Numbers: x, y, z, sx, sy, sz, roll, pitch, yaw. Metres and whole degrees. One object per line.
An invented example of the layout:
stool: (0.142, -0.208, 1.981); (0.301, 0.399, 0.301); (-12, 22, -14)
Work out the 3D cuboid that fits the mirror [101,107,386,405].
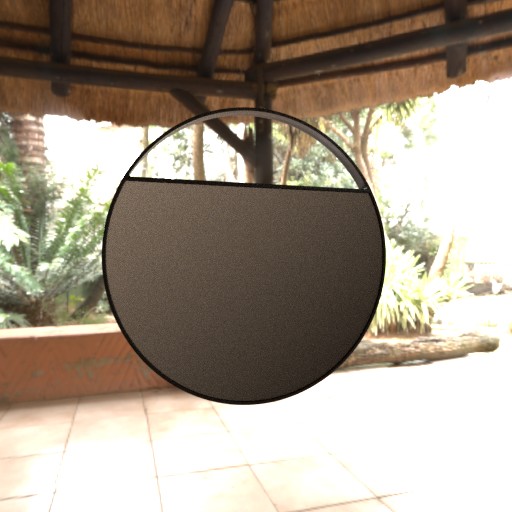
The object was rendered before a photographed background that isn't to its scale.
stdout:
mirror: (0.000, 0.000, 0.859); (0.565, 0.565, 0.032); (0, 0, -18)
